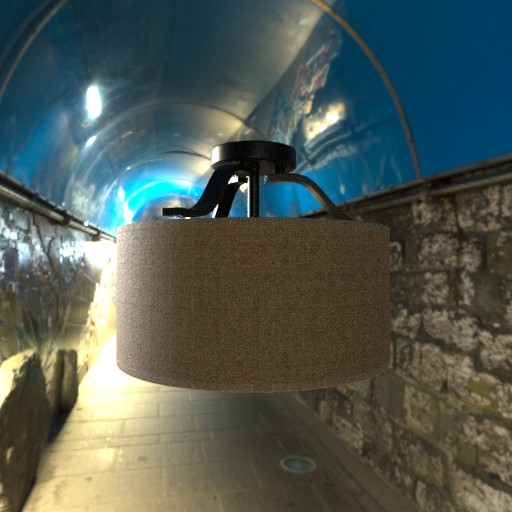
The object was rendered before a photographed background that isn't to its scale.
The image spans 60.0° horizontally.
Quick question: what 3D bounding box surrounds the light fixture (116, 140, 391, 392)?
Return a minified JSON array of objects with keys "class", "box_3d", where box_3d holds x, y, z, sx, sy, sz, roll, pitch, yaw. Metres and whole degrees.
[{"class":"light fixture","box_3d":[0.000,0.000,0.648,0.390,0.306,0.390,0,-1,0]}]
